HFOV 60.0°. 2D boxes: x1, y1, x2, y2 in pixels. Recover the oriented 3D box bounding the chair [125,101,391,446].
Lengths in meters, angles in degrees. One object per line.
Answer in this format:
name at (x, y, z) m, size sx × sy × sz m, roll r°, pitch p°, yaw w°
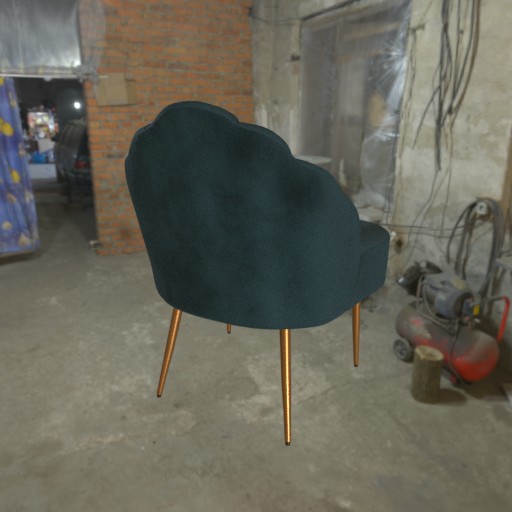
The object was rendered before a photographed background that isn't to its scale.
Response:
chair at (0.000, 0.000, 1.270) m, size 0.657 × 0.819 × 0.599 m, roll 9°, pitch 19°, yaw 28°
